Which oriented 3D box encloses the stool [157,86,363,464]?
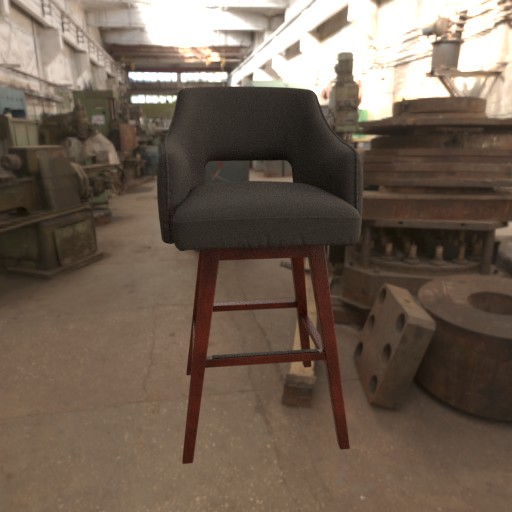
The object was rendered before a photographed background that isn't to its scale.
[{"bbox_3d":[0.000,0.000,1.357,0.548,1.012,0.558,-2,17,-7],"label":"stool"}]
